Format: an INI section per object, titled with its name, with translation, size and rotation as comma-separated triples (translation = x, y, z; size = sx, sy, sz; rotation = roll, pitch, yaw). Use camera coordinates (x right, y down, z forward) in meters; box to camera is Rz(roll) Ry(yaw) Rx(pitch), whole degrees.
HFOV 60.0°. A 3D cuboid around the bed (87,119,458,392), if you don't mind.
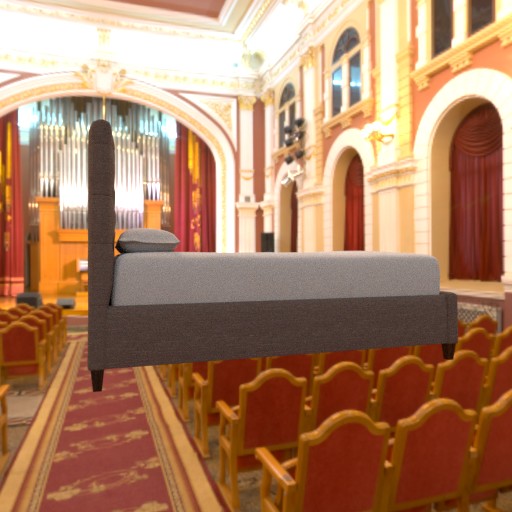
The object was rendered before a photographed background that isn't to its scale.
[bed]
translation = 0.000, 0.000, 3.455
size = 2.387, 1.427, 1.698
rotation = 0, 0, -18
